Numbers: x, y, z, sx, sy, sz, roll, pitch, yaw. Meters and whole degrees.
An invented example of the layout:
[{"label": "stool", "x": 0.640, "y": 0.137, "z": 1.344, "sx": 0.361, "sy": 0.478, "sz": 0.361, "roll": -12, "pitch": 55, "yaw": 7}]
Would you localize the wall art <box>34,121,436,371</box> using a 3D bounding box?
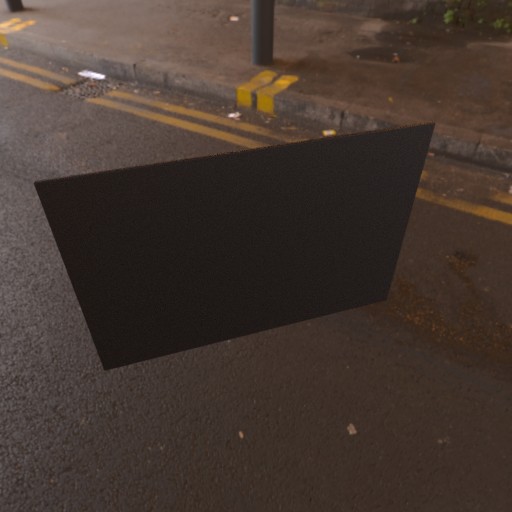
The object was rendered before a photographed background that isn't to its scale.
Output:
[{"label": "wall art", "x": 0.000, "y": 0.000, "z": 1.533, "sx": 1.192, "sy": 0.811, "sz": 0.013, "roll": -12, "pitch": 42, "yaw": -13}]
